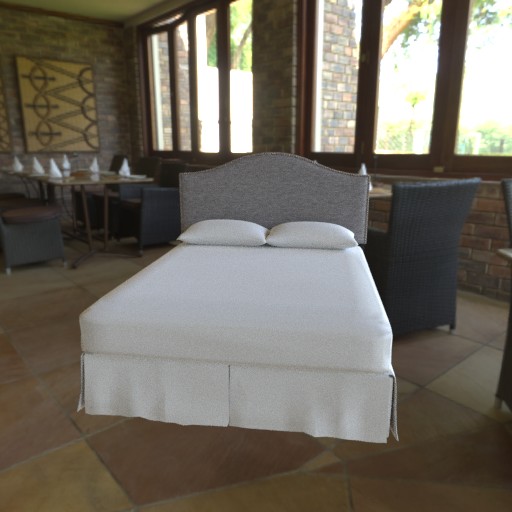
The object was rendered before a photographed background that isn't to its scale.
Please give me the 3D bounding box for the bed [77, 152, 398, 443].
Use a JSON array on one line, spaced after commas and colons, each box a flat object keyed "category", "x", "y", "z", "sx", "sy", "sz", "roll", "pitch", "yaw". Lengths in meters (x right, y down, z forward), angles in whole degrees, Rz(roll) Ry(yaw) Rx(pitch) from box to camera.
[{"category": "bed", "x": 0.000, "y": 0.000, "z": 2.889, "sx": 1.610, "sy": 1.295, "sz": 1.870, "roll": 2, "pitch": 14, "yaw": 8}]
